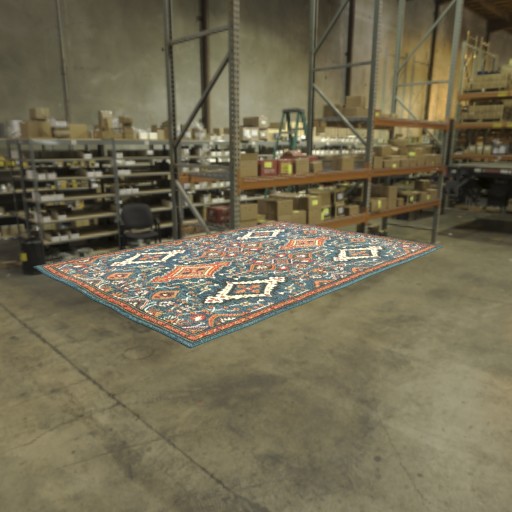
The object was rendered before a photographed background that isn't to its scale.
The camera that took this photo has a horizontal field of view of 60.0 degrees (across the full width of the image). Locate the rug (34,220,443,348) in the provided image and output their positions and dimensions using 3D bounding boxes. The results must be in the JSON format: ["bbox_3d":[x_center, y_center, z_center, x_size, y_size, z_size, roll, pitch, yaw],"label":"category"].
[{"bbox_3d":[0.000,0.000,3.039,1.622,0.009,2.373,14,20,43],"label":"rug"}]
